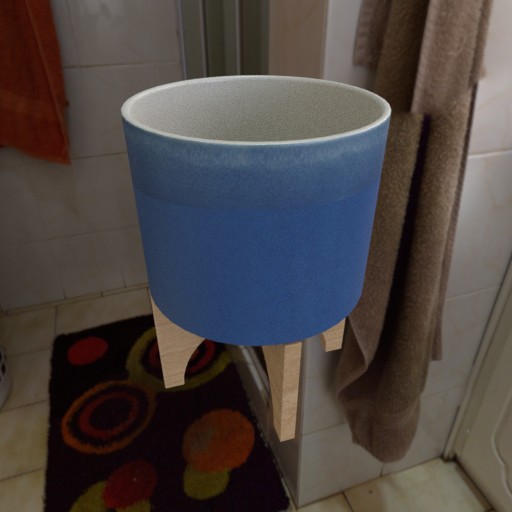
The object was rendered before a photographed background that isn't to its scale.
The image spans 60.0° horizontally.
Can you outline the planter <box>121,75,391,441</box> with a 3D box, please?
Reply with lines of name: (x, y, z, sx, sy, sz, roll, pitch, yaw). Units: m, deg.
planter: (0.000, 0.000, 0.540, 0.261, 0.367, 0.261, 0, 33, 0)
